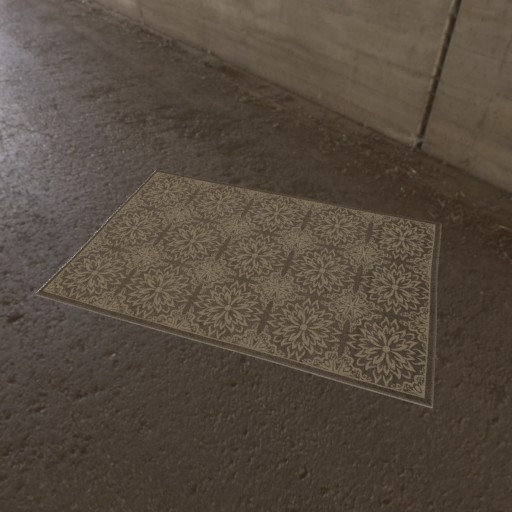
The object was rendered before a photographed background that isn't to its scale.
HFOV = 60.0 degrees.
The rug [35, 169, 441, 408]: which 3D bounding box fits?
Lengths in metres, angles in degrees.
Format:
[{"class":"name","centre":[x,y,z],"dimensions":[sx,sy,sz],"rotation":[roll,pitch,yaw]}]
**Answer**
[{"class":"rug","centre":[0.000,0.000,3.496],"dimensions":[2.746,0.018,1.819],"rotation":[13,43,14]}]
